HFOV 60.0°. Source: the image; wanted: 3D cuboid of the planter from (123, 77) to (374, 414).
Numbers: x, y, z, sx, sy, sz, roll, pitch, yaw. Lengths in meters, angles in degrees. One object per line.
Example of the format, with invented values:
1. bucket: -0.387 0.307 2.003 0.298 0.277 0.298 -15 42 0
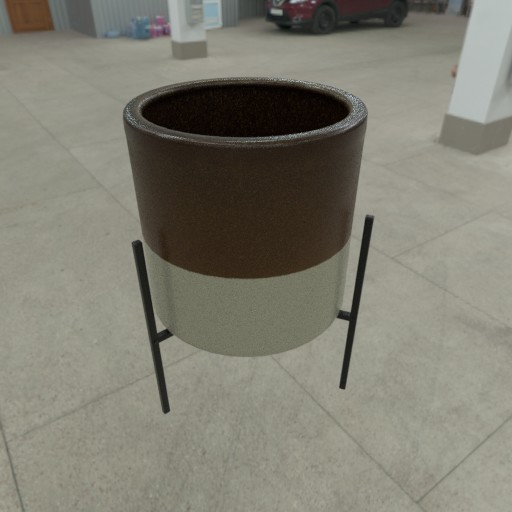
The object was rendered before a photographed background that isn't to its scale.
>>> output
1. planter: 0.000 0.000 0.555 0.269 0.375 0.255 11 35 16
